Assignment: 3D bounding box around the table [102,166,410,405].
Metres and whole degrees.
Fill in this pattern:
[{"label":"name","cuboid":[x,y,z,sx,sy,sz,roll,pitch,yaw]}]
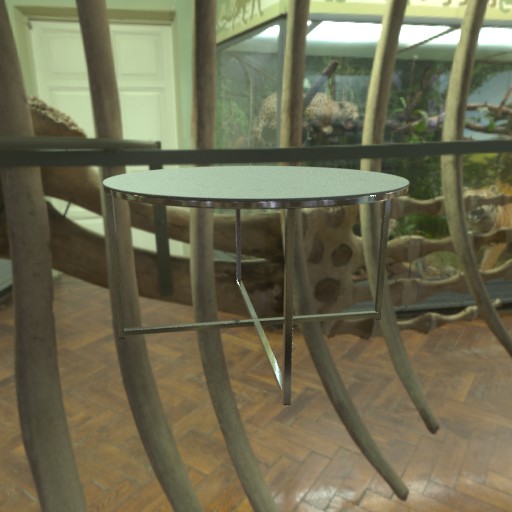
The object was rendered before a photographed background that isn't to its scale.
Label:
[{"label":"table","cuboid":[0.000,0.000,1.277,0.800,0.450,0.800,0,16,0]}]
